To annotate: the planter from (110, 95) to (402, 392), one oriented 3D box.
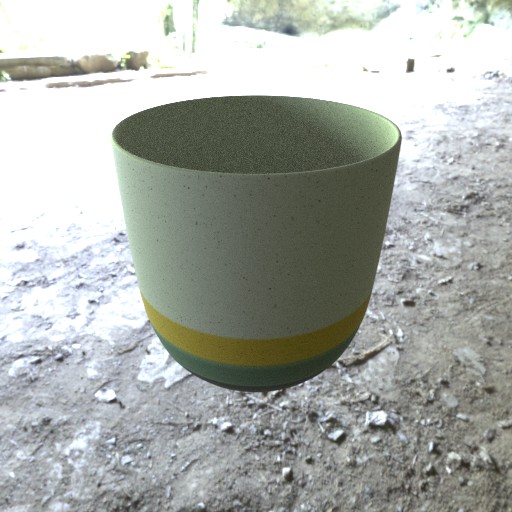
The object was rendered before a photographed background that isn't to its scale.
[{"bbox_3d":[0.000,0.000,0.362,0.195,0.214,0.195,0,31,0],"label":"planter"}]
